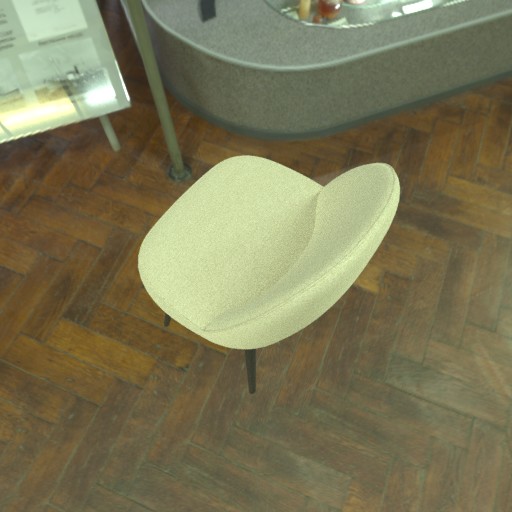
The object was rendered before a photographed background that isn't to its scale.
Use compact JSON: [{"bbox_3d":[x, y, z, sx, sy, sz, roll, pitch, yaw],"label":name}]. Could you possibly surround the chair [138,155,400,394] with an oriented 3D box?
[{"bbox_3d":[0.000,0.000,1.186,0.540,0.838,0.532,34,68,16],"label":"chair"}]
